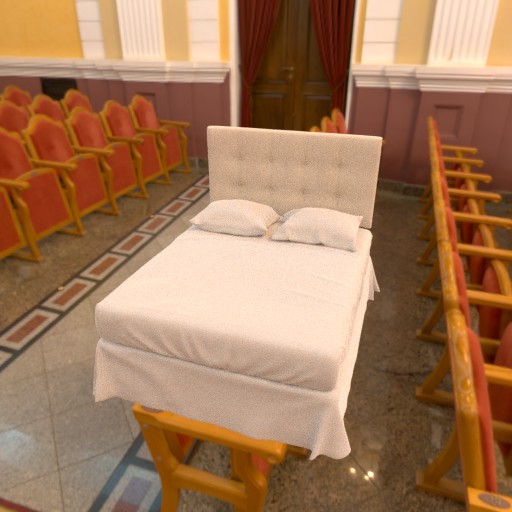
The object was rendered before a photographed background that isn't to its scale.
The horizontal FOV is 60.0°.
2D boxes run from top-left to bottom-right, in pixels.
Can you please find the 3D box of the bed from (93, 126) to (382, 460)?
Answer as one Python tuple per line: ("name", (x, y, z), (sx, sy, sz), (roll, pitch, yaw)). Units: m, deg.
("bed", (0.000, 0.000, 3.520), (1.936, 1.577, 2.222), (9, 28, 16))
